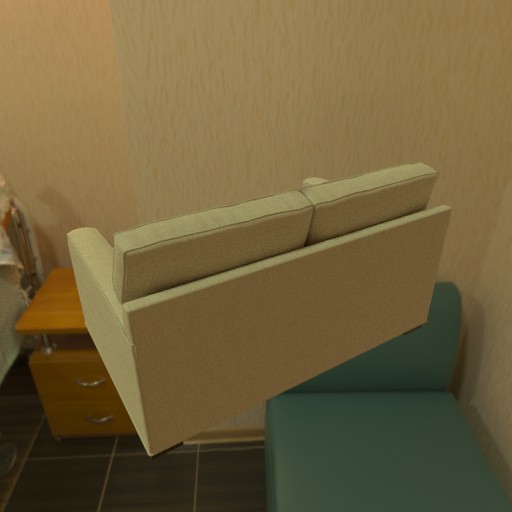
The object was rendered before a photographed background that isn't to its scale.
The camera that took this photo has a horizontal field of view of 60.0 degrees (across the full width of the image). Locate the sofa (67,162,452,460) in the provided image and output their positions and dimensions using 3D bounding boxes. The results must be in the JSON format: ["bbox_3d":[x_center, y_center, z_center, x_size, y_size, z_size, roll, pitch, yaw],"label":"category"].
[{"bbox_3d":[0.000,0.000,2.081,1.484,0.853,0.942,-17,33,-28],"label":"sofa"}]
